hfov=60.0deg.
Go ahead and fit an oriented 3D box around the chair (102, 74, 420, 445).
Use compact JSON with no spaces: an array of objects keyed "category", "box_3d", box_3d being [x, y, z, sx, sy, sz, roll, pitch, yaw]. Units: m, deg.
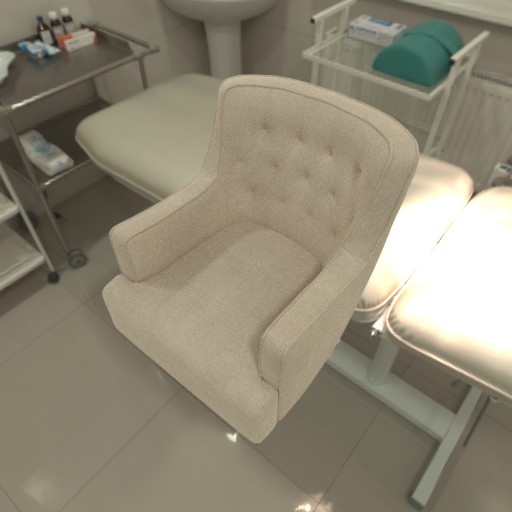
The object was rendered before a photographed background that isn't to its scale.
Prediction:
[{"category":"chair","box_3d":[0.000,0.000,1.620,0.781,0.920,0.910,31,55,25]}]
